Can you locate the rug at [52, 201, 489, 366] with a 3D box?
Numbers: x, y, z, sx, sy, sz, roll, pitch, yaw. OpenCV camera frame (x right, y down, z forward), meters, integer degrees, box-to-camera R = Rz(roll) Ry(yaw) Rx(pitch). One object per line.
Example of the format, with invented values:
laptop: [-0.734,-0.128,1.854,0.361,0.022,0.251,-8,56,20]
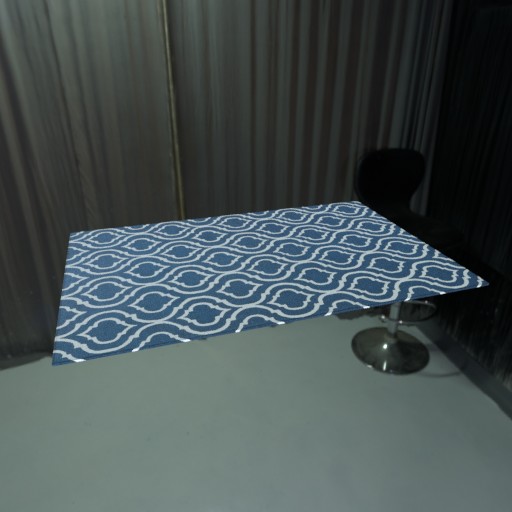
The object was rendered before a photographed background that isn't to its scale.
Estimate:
rug: [0.000,0.000,2.161,1.753,0.010,1.143,-8,27,-16]
